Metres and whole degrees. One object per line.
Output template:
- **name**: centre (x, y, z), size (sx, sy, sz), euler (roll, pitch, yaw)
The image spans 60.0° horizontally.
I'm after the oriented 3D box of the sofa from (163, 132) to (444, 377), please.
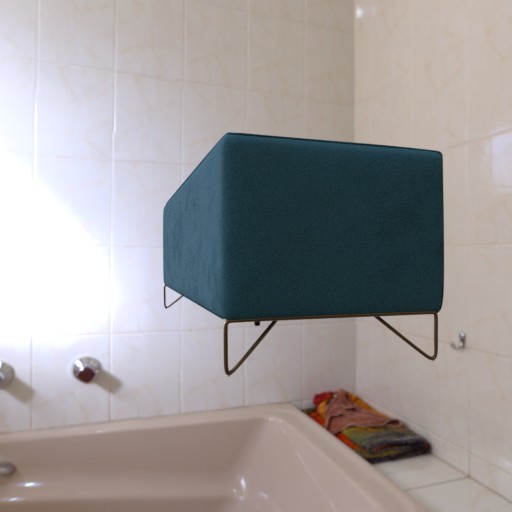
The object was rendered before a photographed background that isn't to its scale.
- **sofa**: centre (0.000, 0.000, 2.510), size (0.867, 0.789, 2.087), euler (0, 0, -17)
